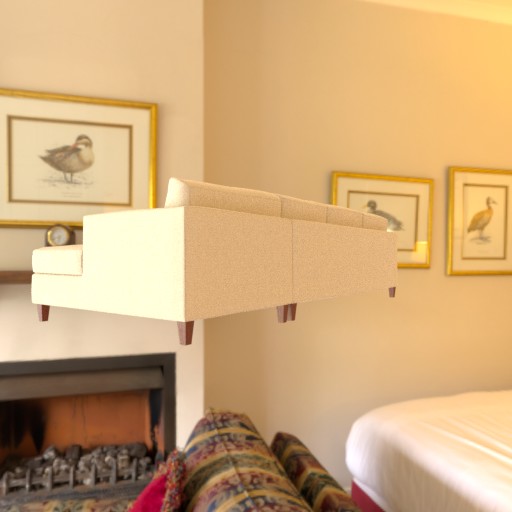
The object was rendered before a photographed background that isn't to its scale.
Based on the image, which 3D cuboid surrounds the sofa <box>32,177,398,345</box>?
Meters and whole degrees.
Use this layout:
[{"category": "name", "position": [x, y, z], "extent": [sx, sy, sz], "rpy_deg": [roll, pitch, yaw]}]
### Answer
[{"category": "sofa", "position": [0.000, 0.000, 4.183], "extent": [1.599, 0.954, 3.471], "rpy_deg": [0, 0, 36]}]
